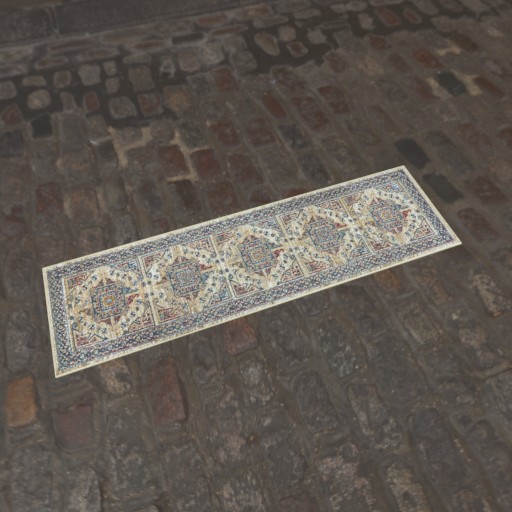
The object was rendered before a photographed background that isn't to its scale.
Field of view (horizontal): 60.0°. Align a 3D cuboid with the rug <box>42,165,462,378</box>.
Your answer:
[{"bbox_3d":[0.000,0.000,2.520,2.297,0.013,0.661,-17,59,-11],"label":"rug"}]
